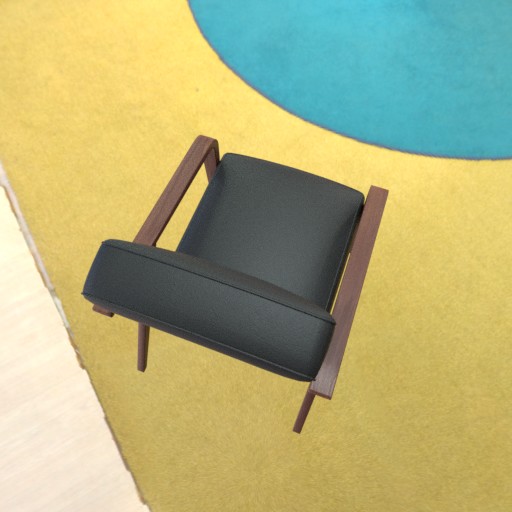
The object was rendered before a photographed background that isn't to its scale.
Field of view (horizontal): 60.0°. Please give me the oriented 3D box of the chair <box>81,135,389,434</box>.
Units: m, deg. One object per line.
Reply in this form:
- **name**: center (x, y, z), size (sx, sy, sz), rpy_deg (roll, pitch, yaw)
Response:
- **chair**: center (0.000, 0.000, 1.523), size (0.719, 0.861, 0.889), rpy_deg (18, 65, 9)
